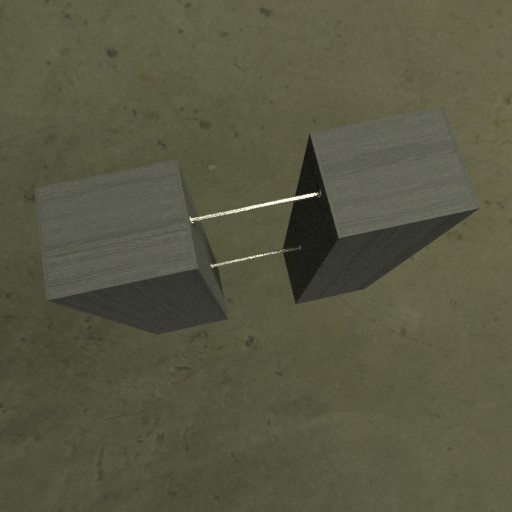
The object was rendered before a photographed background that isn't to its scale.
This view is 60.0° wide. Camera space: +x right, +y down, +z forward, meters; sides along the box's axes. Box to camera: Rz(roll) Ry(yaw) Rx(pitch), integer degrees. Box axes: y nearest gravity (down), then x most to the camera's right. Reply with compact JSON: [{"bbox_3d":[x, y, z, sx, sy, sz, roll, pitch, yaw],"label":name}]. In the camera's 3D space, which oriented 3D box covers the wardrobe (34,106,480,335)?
[{"bbox_3d":[0.000,0.000,2.791,1.770,2.000,0.480,-12,76,-3],"label":"wardrobe"}]
